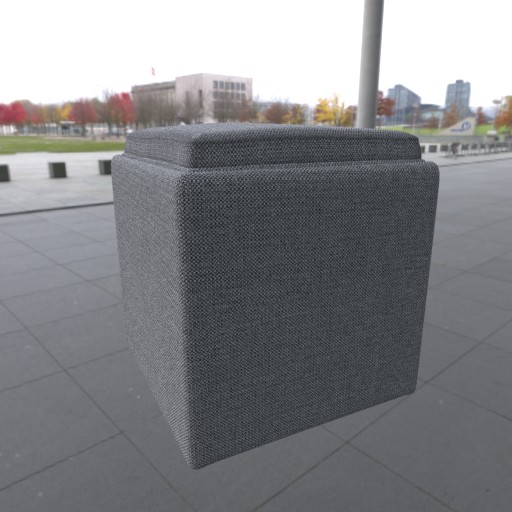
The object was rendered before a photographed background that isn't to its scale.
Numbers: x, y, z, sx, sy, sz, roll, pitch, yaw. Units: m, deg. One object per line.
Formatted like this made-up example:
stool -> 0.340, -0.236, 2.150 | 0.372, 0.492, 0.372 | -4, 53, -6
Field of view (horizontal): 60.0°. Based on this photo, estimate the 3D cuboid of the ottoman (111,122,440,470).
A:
ottoman -> 0.000, 0.000, 0.845 | 0.436, 0.487, 0.454 | -8, 18, -26
